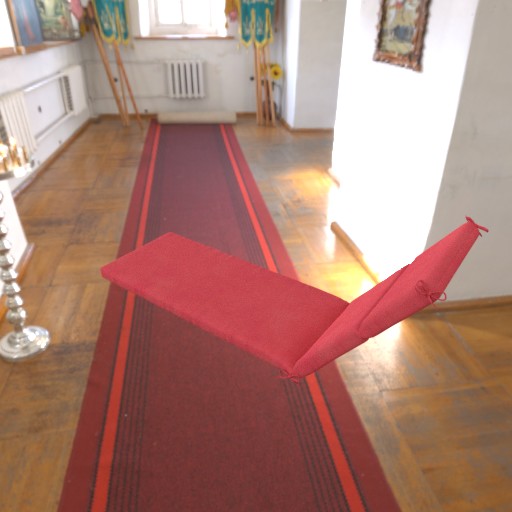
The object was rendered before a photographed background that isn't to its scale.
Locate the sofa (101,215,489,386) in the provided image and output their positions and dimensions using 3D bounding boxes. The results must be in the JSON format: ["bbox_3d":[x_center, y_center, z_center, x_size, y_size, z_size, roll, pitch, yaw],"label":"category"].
[{"bbox_3d":[0.000,0.000,1.948,1.663,0.622,0.582,20,36,30],"label":"sofa"}]
